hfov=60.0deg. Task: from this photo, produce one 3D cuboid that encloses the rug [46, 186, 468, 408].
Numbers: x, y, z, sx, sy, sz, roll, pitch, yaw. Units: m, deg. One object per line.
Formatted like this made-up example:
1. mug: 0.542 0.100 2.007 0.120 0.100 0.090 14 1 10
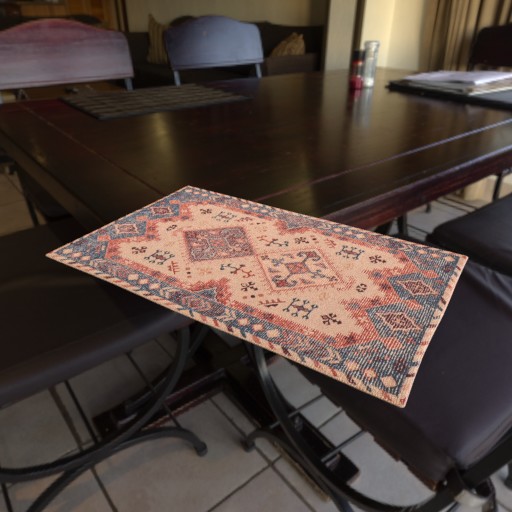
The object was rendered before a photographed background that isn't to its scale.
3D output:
1. rug: 0.000 0.000 3.028 2.464 0.023 1.521 18 35 27
